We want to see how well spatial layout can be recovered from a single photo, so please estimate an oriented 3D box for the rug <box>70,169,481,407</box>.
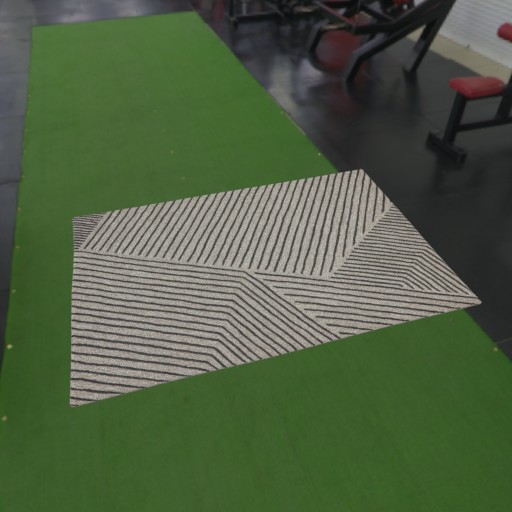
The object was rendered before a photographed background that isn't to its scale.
[{"bbox_3d":[0.000,0.000,2.311,1.842,0.019,1.237,-11,44,-12],"label":"rug"}]
